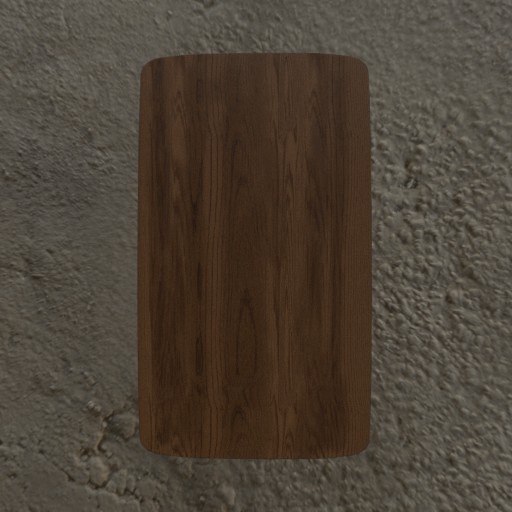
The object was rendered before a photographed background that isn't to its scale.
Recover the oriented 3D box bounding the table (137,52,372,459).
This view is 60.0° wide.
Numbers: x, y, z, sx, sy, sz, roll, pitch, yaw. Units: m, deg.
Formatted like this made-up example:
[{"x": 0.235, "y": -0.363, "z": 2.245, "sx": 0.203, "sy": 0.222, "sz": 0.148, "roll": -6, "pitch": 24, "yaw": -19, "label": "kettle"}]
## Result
[{"x": 0.000, "y": 0.000, "z": 2.173, "sx": 0.949, "sy": 0.765, "sz": 1.643, "roll": 0, "pitch": 89, "yaw": 1, "label": "table"}]
